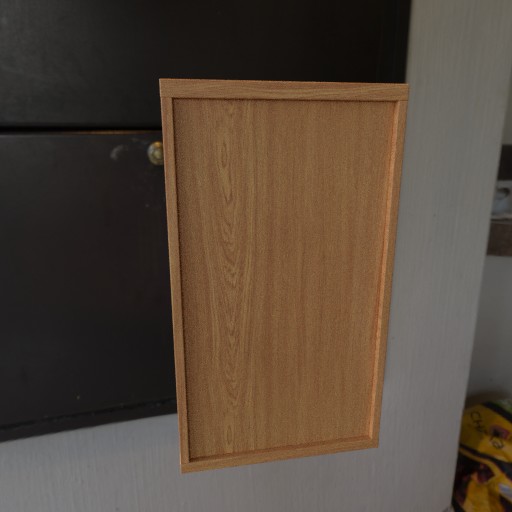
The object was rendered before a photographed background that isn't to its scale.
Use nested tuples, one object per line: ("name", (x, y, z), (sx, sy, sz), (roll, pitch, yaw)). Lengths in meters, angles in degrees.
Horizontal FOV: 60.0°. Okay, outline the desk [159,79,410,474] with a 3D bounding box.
("desk", (0.000, 0.000, 1.076), (0.404, 0.730, 0.600), (-3, 16, -10))
